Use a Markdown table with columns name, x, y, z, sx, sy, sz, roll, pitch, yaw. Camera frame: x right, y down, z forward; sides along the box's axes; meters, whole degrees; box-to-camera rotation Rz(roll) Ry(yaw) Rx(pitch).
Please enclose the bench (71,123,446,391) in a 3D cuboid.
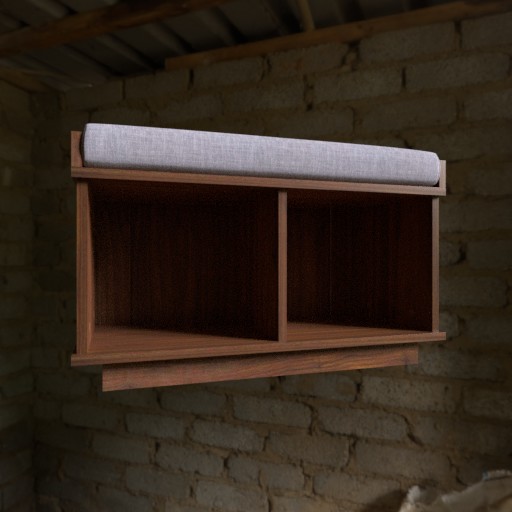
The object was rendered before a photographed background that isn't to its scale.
| name | x | y | z | sx | sy | sz | roll | pitch | yaw |
| --- | --- | --- | --- | --- | --- | --- | --- | --- | --- |
| bench | 0.000 | 0.000 | 0.988 | 0.734 | 0.461 | 0.362 | 0 | 0 | -18 |
